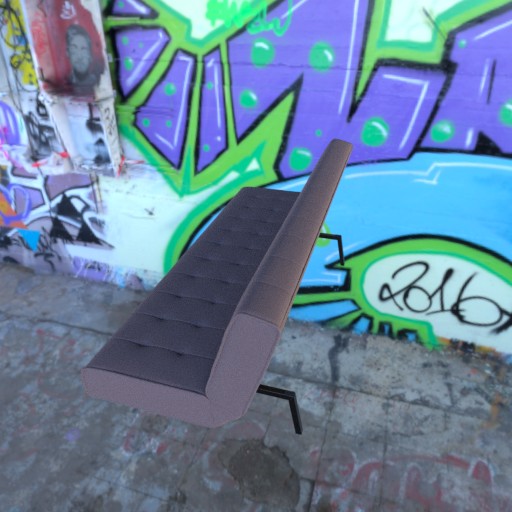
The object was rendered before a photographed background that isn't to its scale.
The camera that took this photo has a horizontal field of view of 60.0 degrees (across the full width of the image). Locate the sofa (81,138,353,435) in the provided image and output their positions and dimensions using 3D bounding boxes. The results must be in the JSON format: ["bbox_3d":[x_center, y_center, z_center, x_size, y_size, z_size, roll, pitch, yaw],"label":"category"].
[{"bbox_3d":[0.000,0.000,2.097,0.747,0.699,1.703,9,32,15],"label":"sofa"}]
